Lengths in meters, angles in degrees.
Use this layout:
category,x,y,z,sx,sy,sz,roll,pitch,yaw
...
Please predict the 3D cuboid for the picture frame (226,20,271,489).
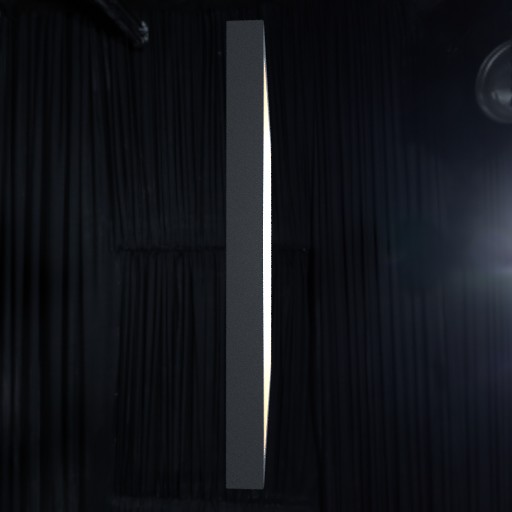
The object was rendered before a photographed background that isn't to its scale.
category,x,y,z,sx,sy,sz,roll,pitch,yaw
picture frame,0.000,0.000,0.511,0.029,0.353,0.355,0,-1,3
